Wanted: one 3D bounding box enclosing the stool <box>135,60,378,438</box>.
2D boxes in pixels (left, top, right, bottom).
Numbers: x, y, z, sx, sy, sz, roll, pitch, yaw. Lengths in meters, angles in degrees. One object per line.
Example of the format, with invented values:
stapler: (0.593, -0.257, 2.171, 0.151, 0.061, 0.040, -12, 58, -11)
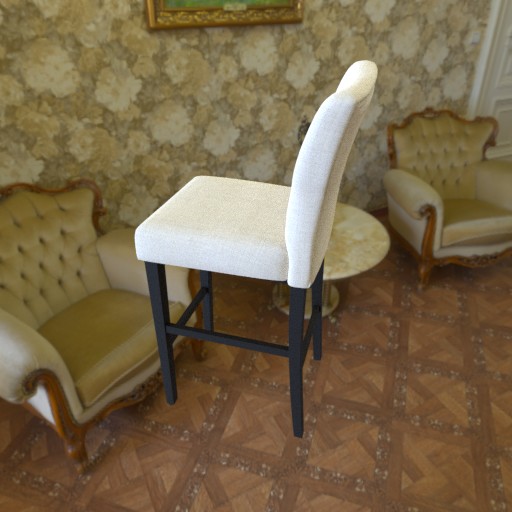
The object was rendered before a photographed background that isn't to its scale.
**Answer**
stool: (0.000, 0.000, 1.424, 0.603, 1.124, 0.516, 9, 32, 14)
